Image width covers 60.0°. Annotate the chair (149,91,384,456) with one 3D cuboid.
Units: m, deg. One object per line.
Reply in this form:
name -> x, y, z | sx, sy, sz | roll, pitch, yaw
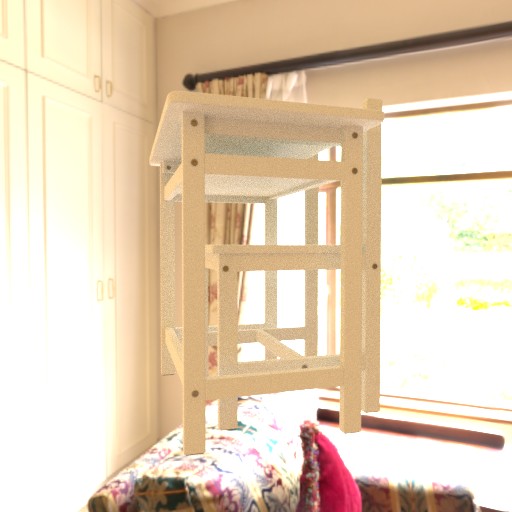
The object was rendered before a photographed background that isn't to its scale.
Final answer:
chair -> 0.000, 0.000, 1.051 | 0.461, 0.673, 0.599 | 0, 2, -16
